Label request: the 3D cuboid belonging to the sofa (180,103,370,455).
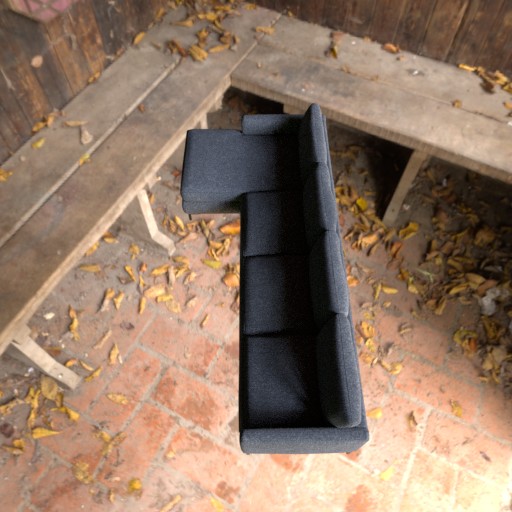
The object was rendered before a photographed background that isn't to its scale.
[{"bbox_3d":[0.000,0.000,3.584,1.350,0.810,2.932,-1,58,0],"label":"sofa"}]
